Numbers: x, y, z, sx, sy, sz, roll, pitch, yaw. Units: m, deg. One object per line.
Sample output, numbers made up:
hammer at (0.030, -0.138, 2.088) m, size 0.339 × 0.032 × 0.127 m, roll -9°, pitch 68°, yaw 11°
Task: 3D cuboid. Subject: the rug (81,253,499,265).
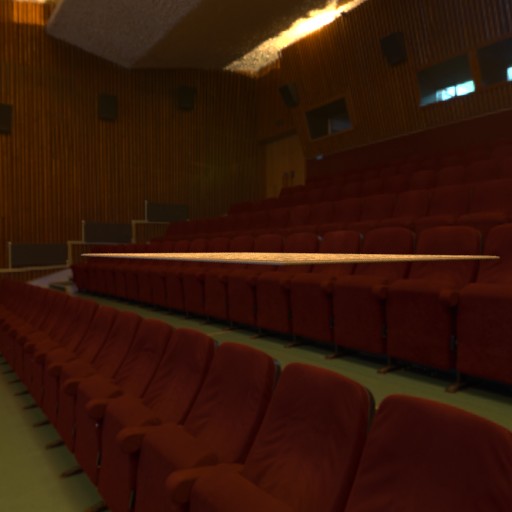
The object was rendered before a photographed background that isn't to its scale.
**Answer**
rug at (0.000, 0.000, 2.268) m, size 1.224 × 0.012 × 1.847 m, roll -1°, pitch 1°, yaw -37°
